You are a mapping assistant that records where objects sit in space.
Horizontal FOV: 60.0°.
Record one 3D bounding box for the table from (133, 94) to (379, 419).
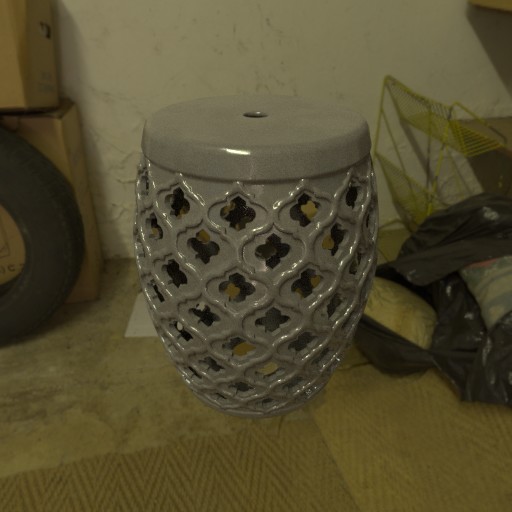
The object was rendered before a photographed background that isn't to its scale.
[{"bbox_3d":[0.000,0.000,0.622,0.325,0.388,0.325,0,31,0],"label":"table"}]
